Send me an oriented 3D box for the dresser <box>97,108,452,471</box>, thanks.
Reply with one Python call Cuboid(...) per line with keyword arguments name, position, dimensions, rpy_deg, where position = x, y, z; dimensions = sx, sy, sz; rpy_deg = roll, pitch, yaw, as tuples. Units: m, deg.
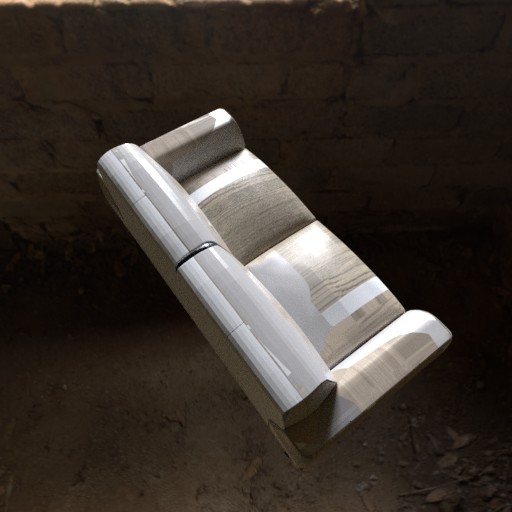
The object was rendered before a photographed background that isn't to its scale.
Cuboid(name="dresser", position=(0.000, 0.000, 5.820), dimensions=(2.251, 1.863, 4.679), rpy_deg=(-32, 64, -18))
